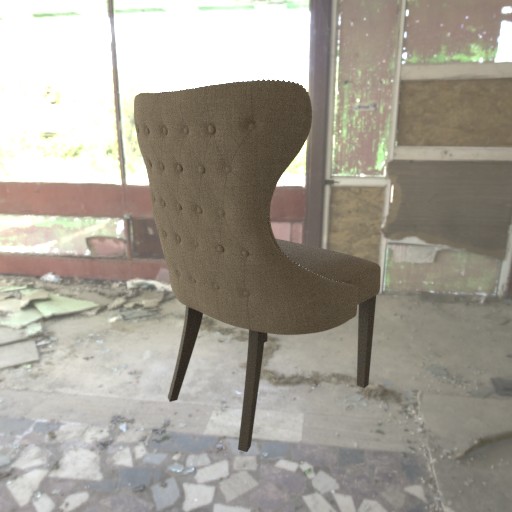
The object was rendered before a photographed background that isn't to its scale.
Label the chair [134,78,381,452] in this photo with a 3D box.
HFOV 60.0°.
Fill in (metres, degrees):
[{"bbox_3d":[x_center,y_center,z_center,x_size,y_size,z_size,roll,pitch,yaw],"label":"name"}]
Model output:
[{"bbox_3d":[0.000,0.000,1.382,0.628,0.967,0.635,15,22,42],"label":"chair"}]
